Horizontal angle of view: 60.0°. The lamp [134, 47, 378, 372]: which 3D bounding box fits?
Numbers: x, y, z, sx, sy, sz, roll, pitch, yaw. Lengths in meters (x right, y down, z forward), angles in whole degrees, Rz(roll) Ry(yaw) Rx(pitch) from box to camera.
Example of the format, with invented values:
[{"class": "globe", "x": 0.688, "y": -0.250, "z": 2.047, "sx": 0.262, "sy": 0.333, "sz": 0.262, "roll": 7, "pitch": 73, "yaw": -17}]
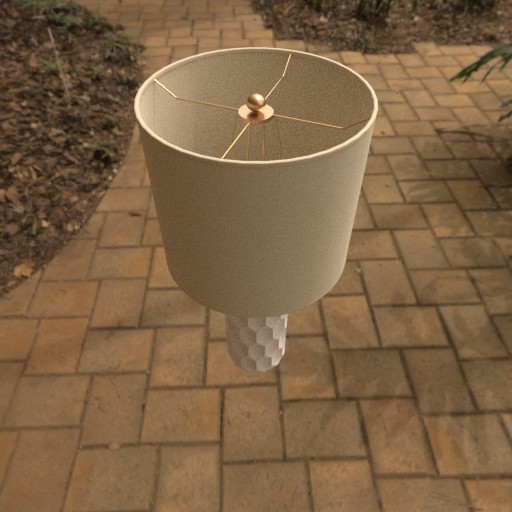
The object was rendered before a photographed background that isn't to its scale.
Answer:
[{"class": "lamp", "x": 0.000, "y": 0.000, "z": 0.704, "sx": 0.277, "sy": 0.537, "sz": 0.277, "roll": -23, "pitch": 50, "yaw": -21}]
